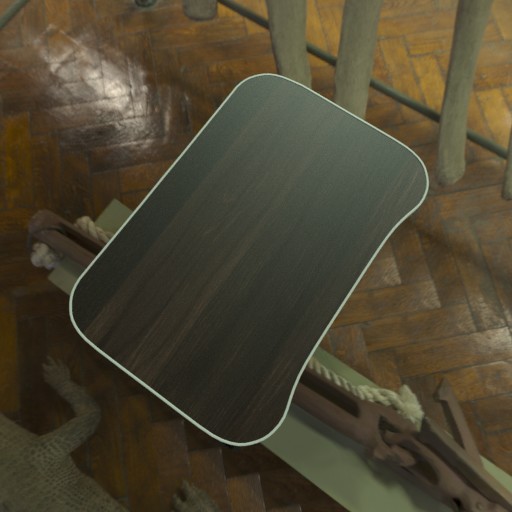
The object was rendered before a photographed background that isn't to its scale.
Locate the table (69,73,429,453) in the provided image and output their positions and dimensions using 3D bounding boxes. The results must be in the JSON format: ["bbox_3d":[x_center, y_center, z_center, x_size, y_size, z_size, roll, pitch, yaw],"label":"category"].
[{"bbox_3d":[0.000,0.000,0.861,0.400,0.232,0.660,34,77,9],"label":"table"}]
